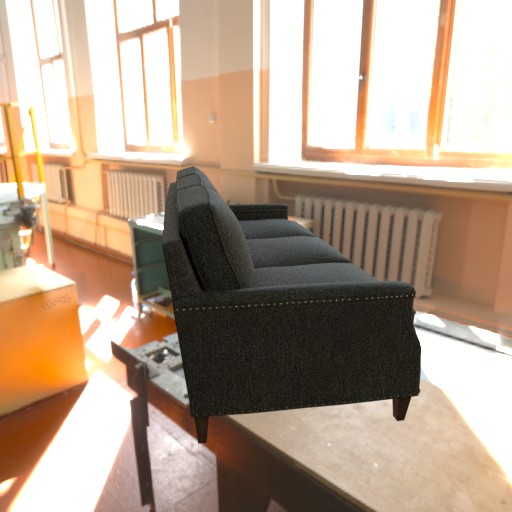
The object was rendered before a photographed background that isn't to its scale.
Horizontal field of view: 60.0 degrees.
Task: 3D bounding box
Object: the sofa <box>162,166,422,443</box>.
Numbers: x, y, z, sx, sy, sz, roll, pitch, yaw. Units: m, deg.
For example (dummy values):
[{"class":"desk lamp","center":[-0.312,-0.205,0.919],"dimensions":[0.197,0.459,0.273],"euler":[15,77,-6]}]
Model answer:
[{"class":"sofa","center":[0.000,0.000,2.794],"dimensions":[1.084,1.003,2.246],"euler":[-3,16,-9]}]
